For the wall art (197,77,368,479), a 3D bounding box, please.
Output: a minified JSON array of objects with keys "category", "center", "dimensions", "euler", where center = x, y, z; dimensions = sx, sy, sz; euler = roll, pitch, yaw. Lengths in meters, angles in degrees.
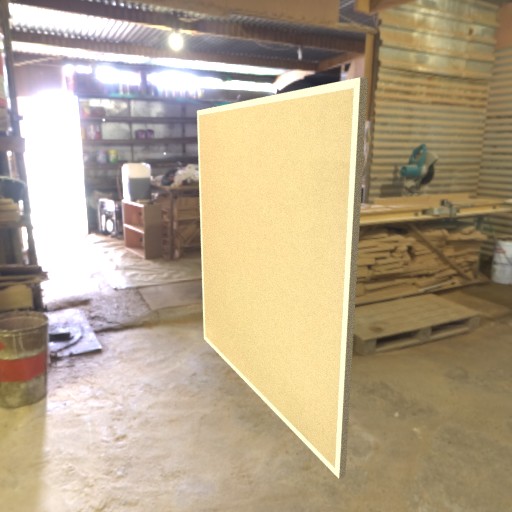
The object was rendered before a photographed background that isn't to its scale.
[{"category":"wall art","center":[0.000,0.000,0.833],"dimensions":[0.012,0.557,0.557],"euler":[-7,15,-27]}]
